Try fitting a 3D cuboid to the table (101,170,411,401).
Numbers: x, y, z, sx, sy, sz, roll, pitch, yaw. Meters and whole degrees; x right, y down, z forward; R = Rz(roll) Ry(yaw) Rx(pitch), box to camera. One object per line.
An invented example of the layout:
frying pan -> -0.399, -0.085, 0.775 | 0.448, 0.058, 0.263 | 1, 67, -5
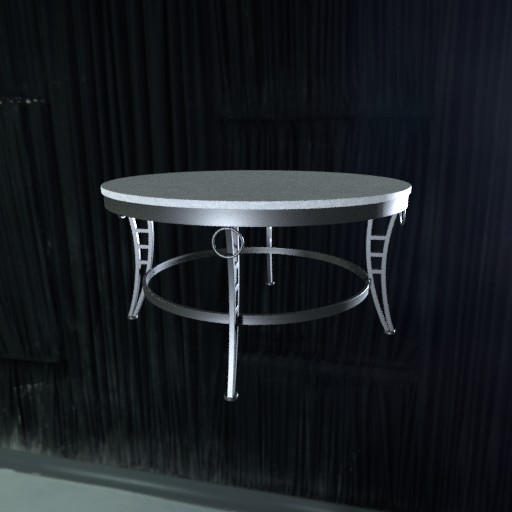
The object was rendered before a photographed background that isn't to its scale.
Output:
table -> 0.000, 0.000, 1.401 | 0.889, 0.470, 0.889 | 0, 15, 0
